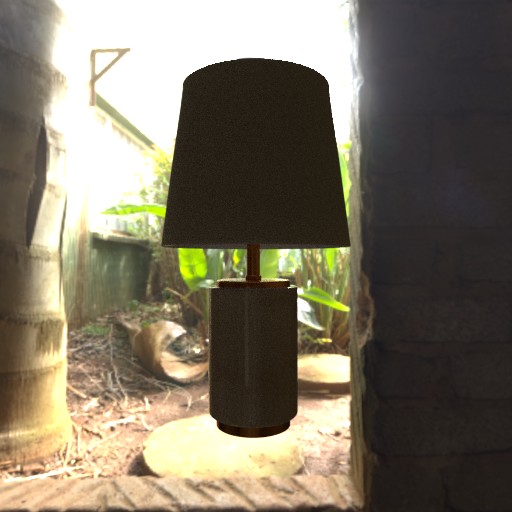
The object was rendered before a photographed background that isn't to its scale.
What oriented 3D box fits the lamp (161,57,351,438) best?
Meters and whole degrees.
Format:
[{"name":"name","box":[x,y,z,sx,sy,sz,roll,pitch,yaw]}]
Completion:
[{"name":"lamp","box":[0.000,0.000,0.453,0.189,0.340,0.189,0,0,0]}]
